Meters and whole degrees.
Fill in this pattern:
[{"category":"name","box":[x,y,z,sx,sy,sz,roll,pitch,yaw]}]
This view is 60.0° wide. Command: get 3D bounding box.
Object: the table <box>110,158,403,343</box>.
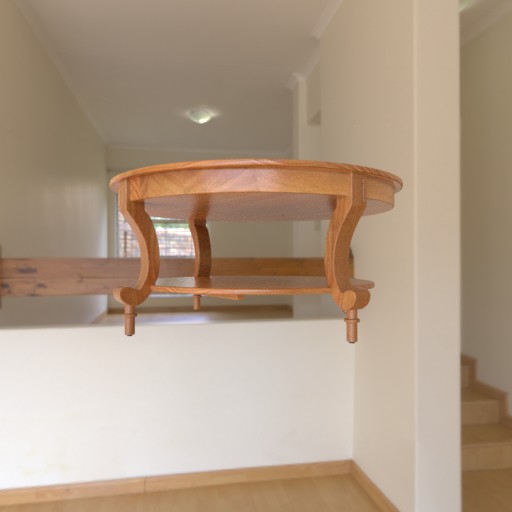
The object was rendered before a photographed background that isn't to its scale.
[{"category":"table","box":[0.000,0.000,1.629,1.029,0.490,1.029,0,0,0]}]
